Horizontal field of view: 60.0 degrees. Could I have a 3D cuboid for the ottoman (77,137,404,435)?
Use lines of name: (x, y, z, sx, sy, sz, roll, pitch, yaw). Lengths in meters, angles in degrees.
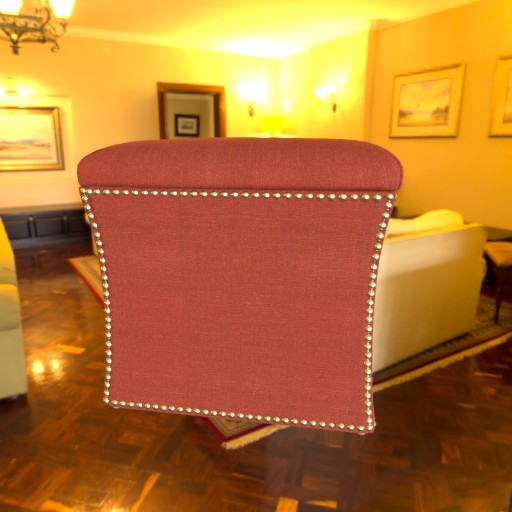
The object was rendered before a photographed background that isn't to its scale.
ottoman: (0.000, 0.000, 0.917, 0.507, 0.475, 0.497, 2, 15, 10)
